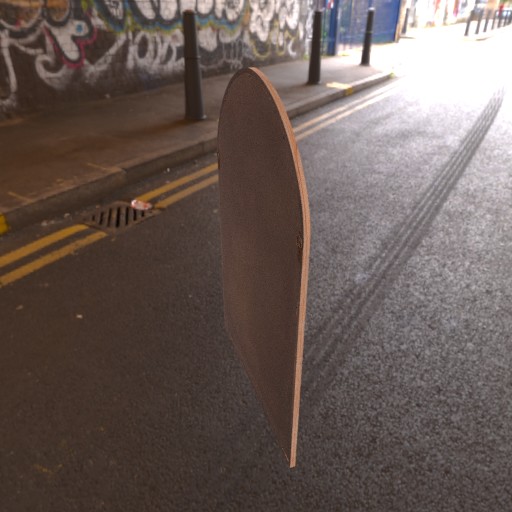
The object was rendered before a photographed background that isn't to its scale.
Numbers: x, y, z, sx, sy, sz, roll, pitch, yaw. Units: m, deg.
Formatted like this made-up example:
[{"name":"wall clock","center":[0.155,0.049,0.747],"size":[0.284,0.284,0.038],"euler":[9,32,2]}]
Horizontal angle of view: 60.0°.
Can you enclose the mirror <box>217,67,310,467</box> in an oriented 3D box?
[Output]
[{"name":"mirror","center":[0.000,0.000,1.164],"size":[0.032,0.915,0.609],"euler":[-10,31,-17]}]
